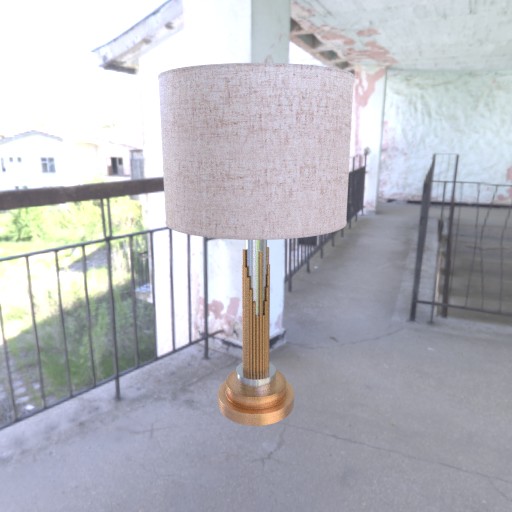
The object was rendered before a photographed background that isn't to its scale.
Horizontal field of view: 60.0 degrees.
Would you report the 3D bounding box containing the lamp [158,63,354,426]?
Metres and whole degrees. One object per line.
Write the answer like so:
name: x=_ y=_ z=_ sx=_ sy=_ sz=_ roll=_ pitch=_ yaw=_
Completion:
lamp: x=0.000 y=0.000 z=0.816 sx=0.321 sy=0.610 sz=0.321 roll=14 pitch=20 yaw=42
